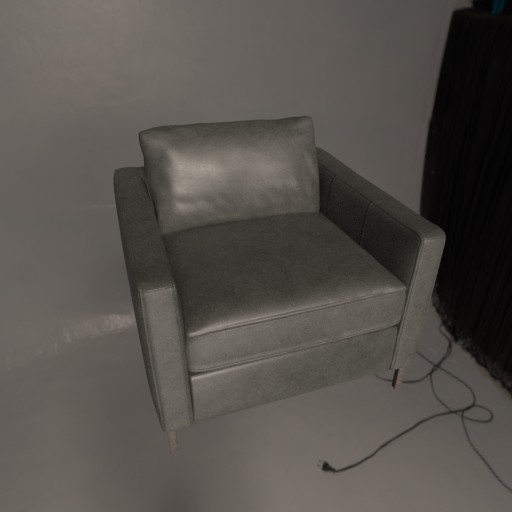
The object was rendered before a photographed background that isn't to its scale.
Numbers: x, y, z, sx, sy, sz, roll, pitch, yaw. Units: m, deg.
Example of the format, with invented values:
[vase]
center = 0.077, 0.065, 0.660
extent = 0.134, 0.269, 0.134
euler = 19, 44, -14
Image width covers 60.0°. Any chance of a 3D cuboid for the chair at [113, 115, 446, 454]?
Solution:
[chair]
center = 0.000, 0.000, 1.532
extent = 0.967, 0.824, 0.861
euler = -10, 33, -16
